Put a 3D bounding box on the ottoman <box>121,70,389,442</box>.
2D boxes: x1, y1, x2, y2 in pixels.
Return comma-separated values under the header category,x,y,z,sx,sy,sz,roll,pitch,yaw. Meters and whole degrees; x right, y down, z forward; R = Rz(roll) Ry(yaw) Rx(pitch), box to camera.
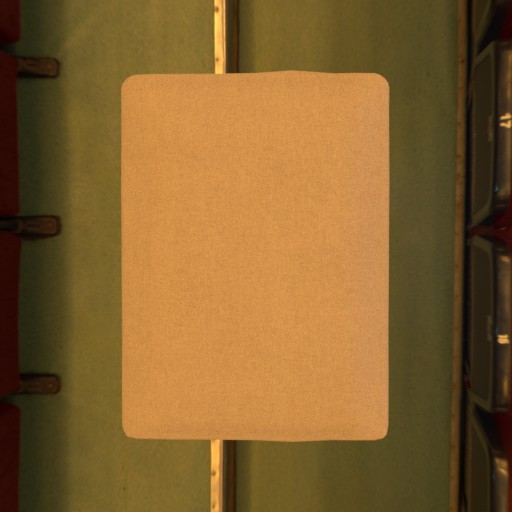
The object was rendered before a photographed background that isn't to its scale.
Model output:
category,x,y,z,sx,sy,sz,roll,pitch,yaw
ottoman,0.000,0.000,1.209,0.617,0.503,0.846,0,91,1
